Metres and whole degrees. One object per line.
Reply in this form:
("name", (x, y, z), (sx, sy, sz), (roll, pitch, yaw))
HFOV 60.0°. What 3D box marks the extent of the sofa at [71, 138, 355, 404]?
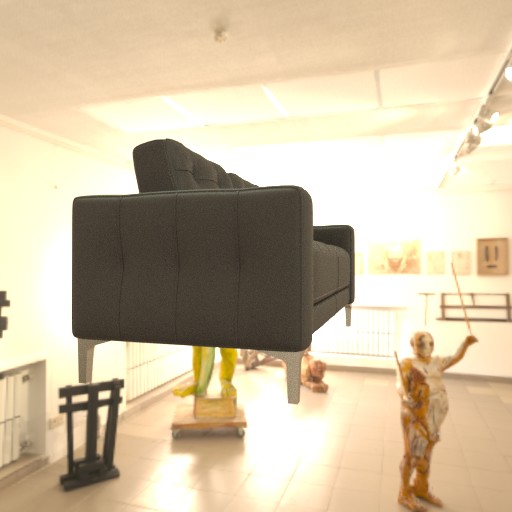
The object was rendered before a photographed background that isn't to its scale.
("sofa", (0.000, 0.000, 2.205), (0.833, 0.893, 1.726), (0, -1, 17))
